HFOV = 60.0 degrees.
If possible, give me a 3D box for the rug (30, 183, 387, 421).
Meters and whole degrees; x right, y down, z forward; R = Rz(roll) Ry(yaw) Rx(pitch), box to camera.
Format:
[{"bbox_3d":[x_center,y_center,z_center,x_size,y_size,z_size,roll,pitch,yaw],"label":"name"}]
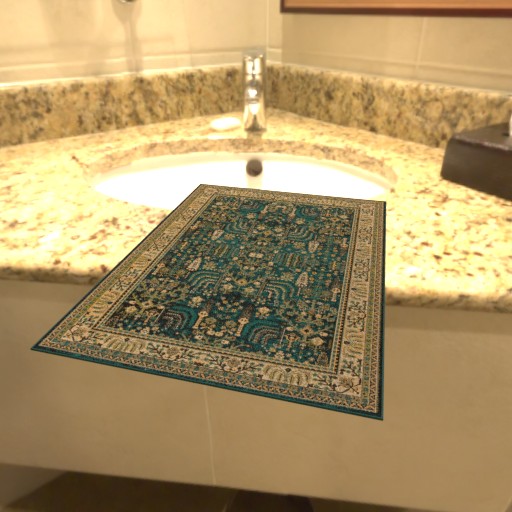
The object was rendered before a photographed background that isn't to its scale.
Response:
[{"bbox_3d":[0.000,0.000,2.815,1.594,0.013,2.213,7,31,13],"label":"rug"}]
